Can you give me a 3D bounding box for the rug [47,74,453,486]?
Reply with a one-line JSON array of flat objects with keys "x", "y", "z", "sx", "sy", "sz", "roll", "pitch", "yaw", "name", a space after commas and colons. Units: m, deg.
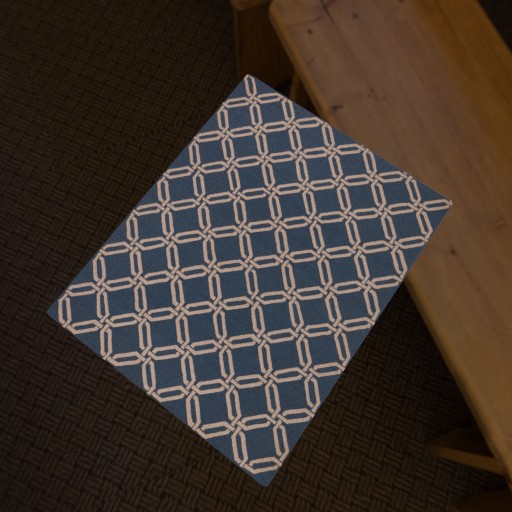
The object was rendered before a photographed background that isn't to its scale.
[{"x": 0.000, "y": 0.000, "z": 3.827, "sx": 2.277, "sy": 0.020, "sz": 2.867, "roll": 35, "pitch": 78, "yaw": 8, "name": "rug"}]
